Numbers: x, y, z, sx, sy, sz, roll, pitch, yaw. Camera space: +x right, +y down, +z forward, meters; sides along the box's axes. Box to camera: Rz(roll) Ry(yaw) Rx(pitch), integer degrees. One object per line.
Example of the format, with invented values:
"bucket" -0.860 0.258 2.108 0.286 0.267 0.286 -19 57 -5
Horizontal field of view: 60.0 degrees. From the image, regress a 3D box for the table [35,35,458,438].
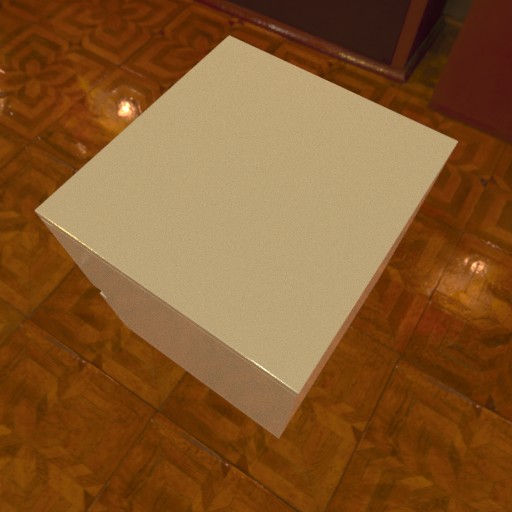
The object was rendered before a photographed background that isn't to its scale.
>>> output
"table" 0.000 0.000 0.802 0.400 0.470 0.420 32 67 15
